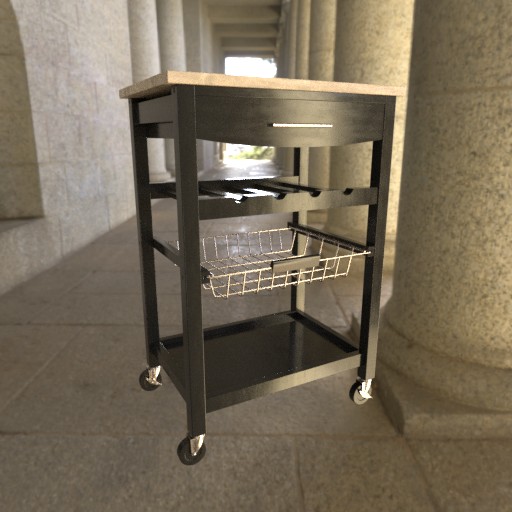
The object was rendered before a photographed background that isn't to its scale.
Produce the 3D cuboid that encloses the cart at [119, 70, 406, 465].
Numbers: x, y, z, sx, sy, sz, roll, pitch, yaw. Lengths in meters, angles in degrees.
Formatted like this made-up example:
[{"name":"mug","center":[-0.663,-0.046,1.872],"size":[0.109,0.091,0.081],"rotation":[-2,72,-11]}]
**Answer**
[{"name":"cart","center":[0.000,0.000,1.179],"size":[0.584,0.839,0.403],"rotation":[-8,17,-27]}]
